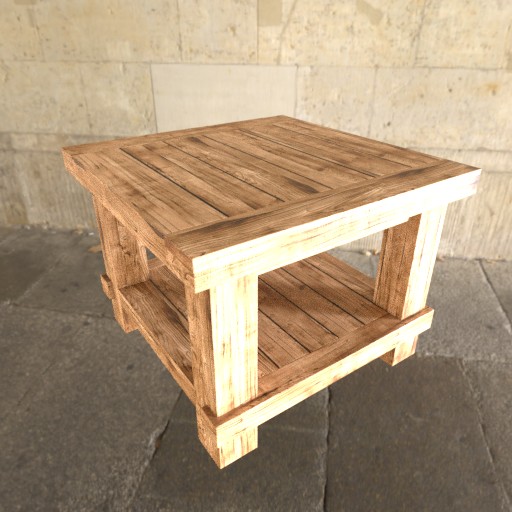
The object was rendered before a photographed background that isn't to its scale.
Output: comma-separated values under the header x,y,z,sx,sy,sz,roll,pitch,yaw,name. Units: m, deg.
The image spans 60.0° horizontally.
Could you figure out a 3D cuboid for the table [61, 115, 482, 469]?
x,y,z,sx,sy,sz,roll,pitch,yaw,name
0.000,0.000,1.008,0.610,0.457,0.610,-19,34,-30,table
